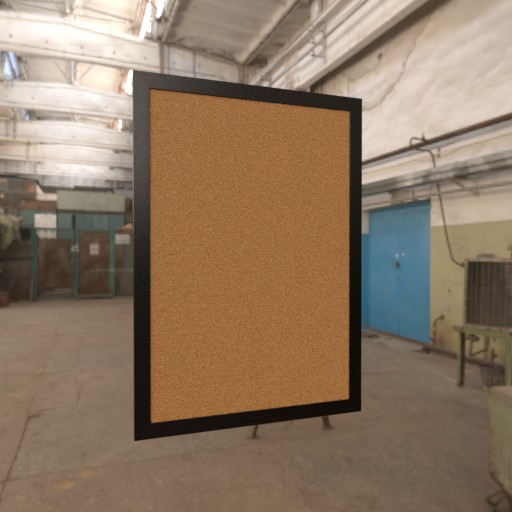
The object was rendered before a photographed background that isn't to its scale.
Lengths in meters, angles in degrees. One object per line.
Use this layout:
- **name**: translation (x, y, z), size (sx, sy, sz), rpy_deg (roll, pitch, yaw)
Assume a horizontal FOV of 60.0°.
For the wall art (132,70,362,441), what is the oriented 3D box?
- **wall art**: translation (0.000, 0.000, 0.865), size (0.462, 0.656, 0.019), rpy_deg (0, 1, -19)
